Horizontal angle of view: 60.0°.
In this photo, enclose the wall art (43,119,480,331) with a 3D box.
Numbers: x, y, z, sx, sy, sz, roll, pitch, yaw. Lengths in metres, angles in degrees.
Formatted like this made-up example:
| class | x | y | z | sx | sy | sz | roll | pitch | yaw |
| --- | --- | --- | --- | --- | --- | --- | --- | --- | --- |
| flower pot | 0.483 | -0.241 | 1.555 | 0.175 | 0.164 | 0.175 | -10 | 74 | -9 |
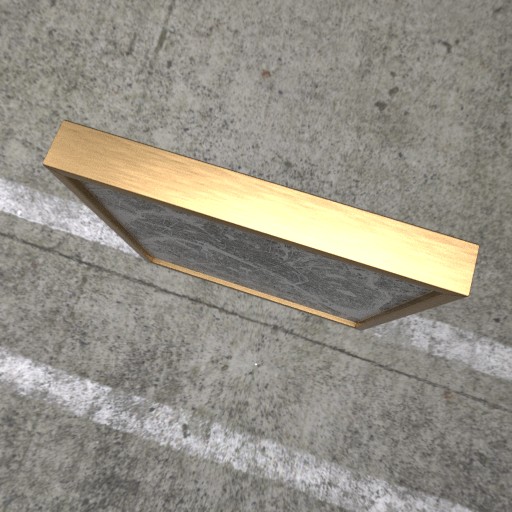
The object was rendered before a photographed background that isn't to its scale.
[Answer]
| class | x | y | z | sx | sy | sz | roll | pitch | yaw |
| --- | --- | --- | --- | --- | --- | --- | --- | --- | --- |
| wall art | 0.000 | 0.000 | 0.452 | 0.305 | 0.305 | 0.037 | 17 | 77 | 4 |
